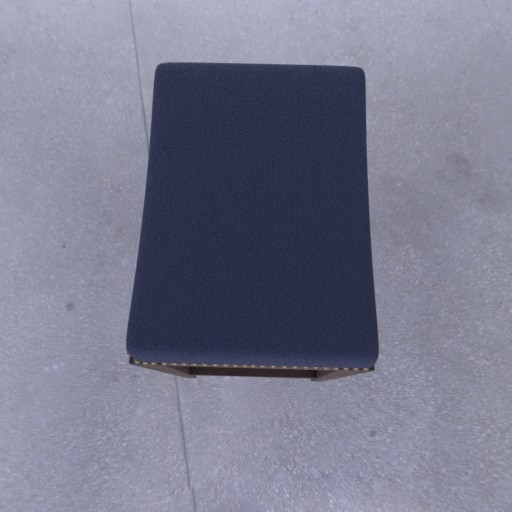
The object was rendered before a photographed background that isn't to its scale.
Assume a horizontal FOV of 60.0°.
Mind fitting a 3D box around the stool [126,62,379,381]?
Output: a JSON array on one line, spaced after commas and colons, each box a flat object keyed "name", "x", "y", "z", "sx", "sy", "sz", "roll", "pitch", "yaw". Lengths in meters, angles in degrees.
[{"name": "stool", "x": 0.000, "y": 0.000, "z": 0.945, "sx": 0.361, "sy": 0.642, "sz": 0.500, "roll": 1, "pitch": 74, "yaw": 0}]
